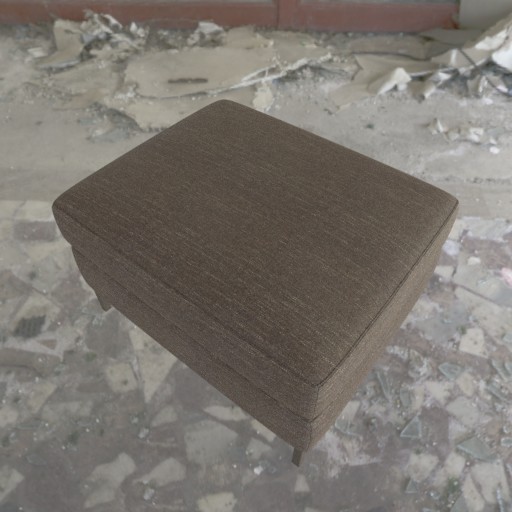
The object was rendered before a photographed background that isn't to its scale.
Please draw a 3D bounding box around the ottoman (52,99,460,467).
[{"bbox_3d":[0.000,0.000,1.226,0.820,0.490,0.671,31,55,24],"label":"ottoman"}]
